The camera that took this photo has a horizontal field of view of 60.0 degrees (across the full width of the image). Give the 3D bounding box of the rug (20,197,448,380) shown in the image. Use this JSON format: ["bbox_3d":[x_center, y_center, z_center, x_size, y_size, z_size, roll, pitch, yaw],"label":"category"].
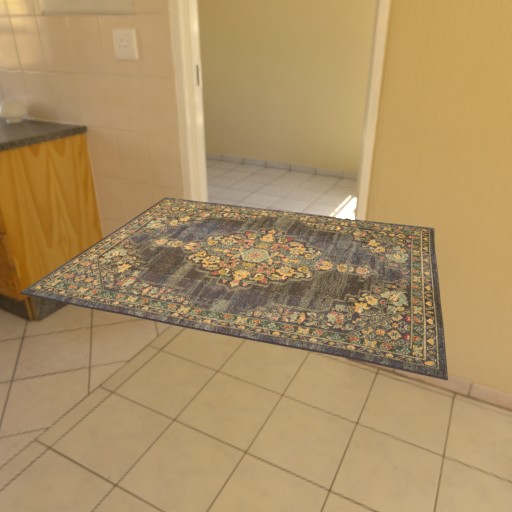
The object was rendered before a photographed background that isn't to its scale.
[{"bbox_3d":[0.000,0.000,4.642,3.612,0.035,2.716,8,28,16],"label":"rug"}]
